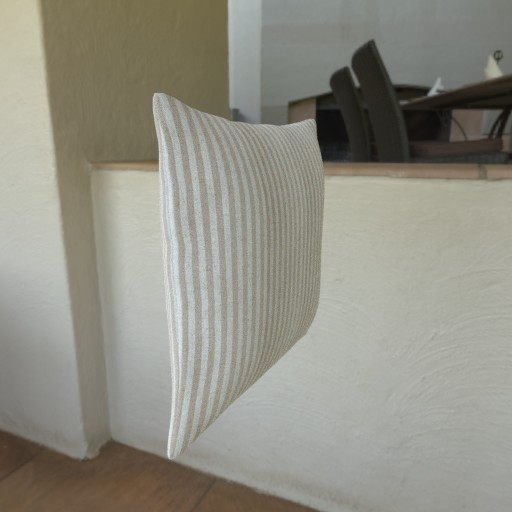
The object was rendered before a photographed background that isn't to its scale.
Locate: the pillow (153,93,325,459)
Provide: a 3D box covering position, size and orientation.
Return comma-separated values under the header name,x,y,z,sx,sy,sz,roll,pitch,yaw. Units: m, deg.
name,x,y,z,sx,sy,sz,roll,pitch,yaw
pillow,0.000,0.000,0.811,0.166,0.510,0.523,7,15,28
